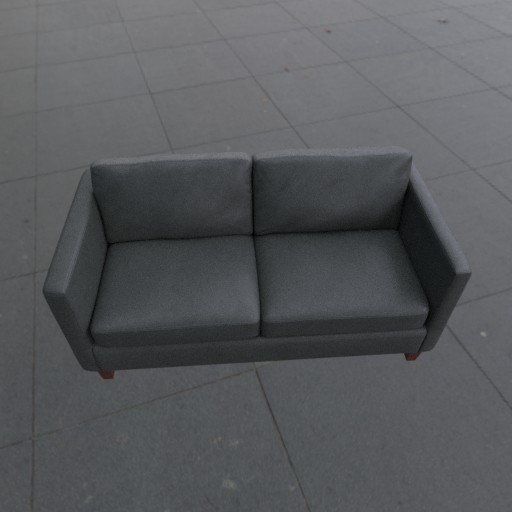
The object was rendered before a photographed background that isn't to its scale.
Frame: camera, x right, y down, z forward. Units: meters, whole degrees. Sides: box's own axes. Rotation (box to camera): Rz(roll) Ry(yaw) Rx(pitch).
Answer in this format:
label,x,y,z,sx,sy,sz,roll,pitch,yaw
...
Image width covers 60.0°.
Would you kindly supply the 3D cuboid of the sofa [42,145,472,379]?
label,x,y,z,sx,sy,sz,roll,pitch,yaw
sofa,0.000,0.000,2.411,1.883,0.933,0.951,-3,46,-3
